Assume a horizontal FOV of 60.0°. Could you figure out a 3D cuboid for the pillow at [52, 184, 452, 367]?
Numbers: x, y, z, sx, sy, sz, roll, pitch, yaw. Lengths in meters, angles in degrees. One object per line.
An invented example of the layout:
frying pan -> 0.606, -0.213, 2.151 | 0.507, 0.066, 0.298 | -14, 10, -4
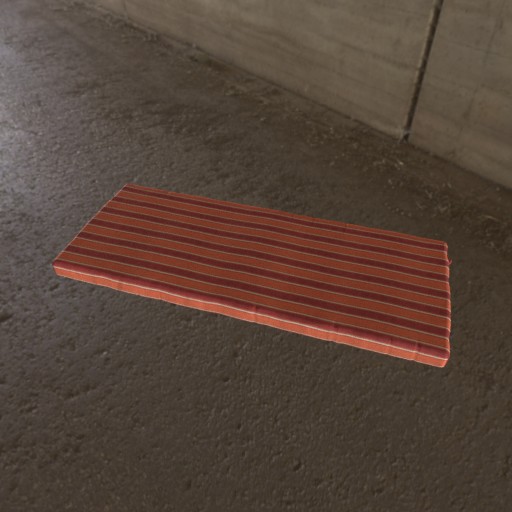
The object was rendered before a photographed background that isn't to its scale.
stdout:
pillow -> 0.000, 0.000, 1.393 | 1.187, 0.081, 0.492 | 12, 44, 12
